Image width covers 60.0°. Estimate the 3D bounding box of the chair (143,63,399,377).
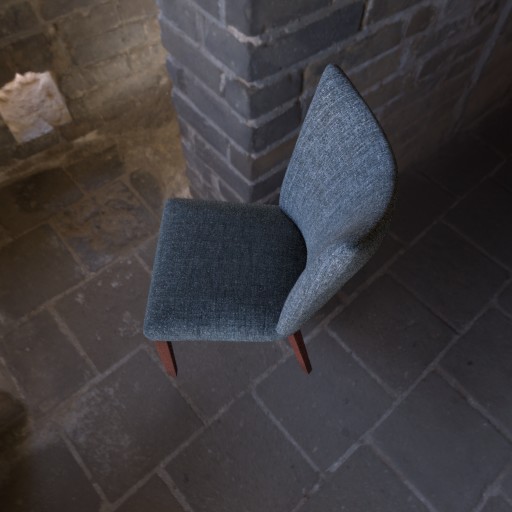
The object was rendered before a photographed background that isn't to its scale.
[{"bbox_3d":[0.000,0.000,1.309,0.623,0.924,0.535,1,59,1],"label":"chair"}]
